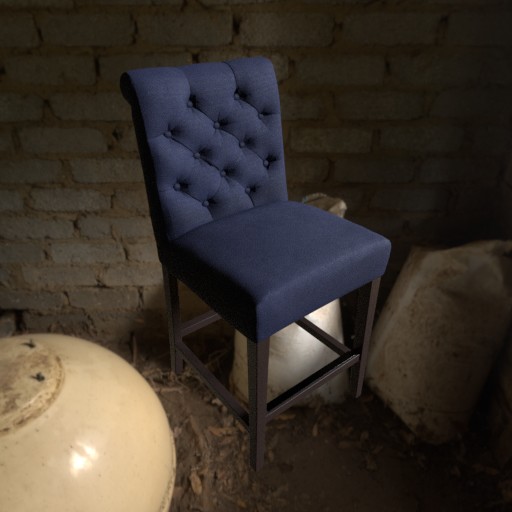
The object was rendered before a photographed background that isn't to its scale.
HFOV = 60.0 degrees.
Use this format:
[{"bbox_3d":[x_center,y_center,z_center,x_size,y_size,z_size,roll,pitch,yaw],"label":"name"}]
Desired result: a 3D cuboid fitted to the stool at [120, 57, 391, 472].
[{"bbox_3d":[0.000,0.000,1.315,0.493,1.010,0.601,-22,38,-32],"label":"stool"}]
